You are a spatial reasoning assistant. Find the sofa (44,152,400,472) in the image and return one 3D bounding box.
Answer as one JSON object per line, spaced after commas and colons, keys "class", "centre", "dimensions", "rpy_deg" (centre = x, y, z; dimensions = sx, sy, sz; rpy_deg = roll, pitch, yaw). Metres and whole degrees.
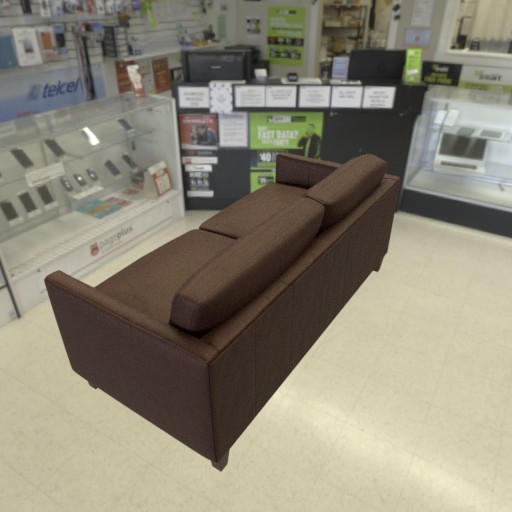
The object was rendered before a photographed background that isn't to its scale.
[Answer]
{"class": "sofa", "centre": [0.000, 0.000, 2.461], "dimensions": [0.923, 0.863, 1.971], "rpy_deg": [19, 37, 28]}
